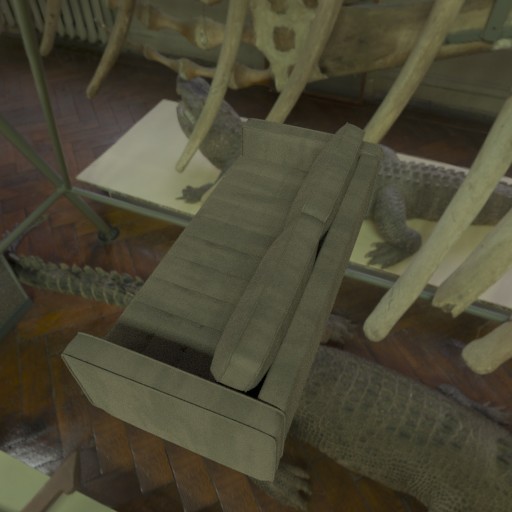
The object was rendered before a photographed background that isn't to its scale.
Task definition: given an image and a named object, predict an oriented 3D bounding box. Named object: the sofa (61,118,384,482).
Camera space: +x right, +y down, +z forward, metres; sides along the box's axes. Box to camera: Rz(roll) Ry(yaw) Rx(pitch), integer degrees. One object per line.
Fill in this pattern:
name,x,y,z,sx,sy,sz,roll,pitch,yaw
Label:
sofa,0.000,0.000,2.353,0.924,0.825,1.920,17,50,15
